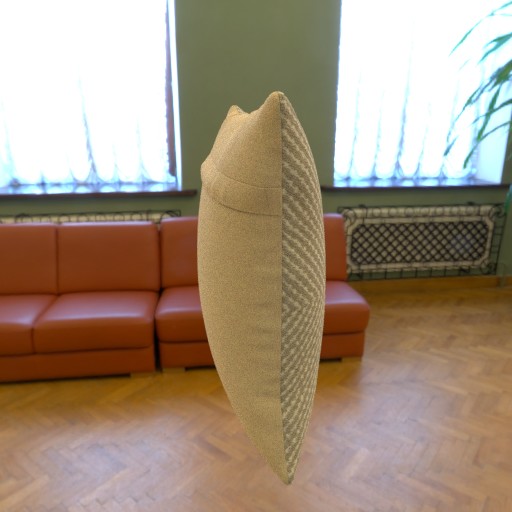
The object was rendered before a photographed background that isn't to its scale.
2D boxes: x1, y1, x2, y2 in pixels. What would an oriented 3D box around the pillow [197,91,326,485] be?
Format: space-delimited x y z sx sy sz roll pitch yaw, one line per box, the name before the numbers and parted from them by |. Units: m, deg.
pillow | 0.000 0.000 0.690 0.181 0.458 0.459 -2 17 -8
